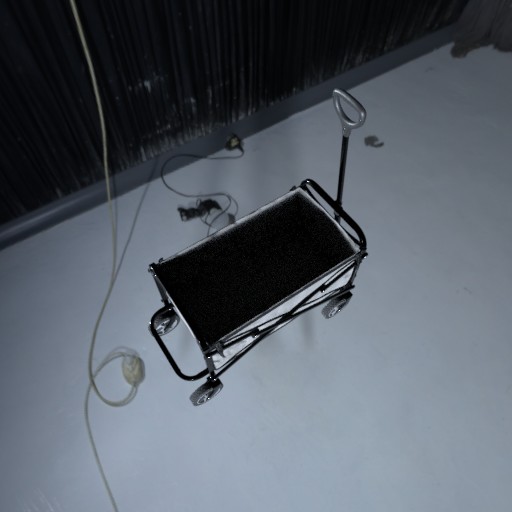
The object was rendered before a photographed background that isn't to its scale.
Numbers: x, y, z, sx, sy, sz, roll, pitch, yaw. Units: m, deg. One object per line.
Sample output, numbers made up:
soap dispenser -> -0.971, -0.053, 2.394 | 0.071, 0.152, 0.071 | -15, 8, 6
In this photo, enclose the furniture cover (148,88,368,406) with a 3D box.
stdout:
furniture cover -> 0.000, 0.000, 1.877 | 1.038, 1.295, 0.532 | -30, 63, -17
